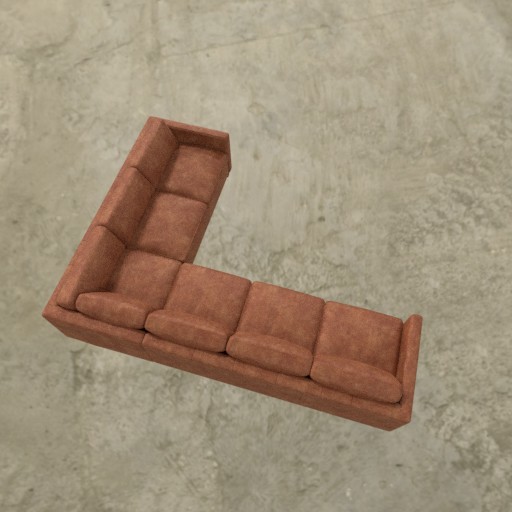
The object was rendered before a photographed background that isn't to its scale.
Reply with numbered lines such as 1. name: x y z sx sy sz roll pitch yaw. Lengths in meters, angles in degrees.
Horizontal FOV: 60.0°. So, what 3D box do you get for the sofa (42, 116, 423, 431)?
1. sofa: 0.000 0.000 4.364 3.167 0.838 2.438 14 63 7
